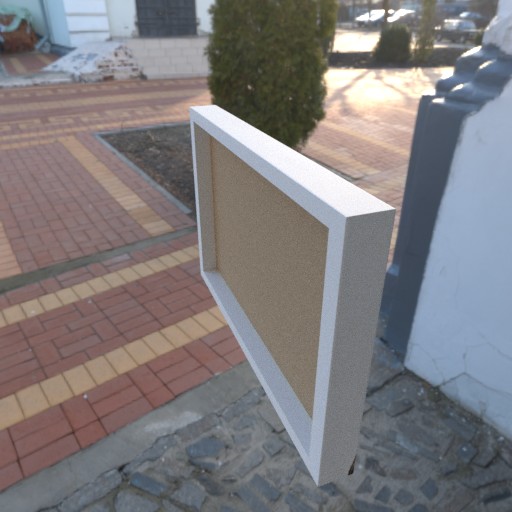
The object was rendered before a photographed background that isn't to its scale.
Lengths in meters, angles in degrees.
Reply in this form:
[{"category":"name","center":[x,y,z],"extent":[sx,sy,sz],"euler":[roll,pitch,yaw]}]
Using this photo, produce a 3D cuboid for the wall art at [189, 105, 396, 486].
[{"category":"wall art","center":[0.000,0.000,0.485],"extent":[0.039,0.254,0.384],"euler":[-10,30,-18]}]
